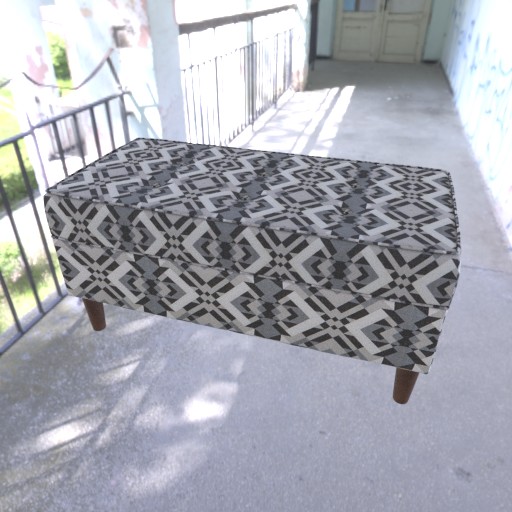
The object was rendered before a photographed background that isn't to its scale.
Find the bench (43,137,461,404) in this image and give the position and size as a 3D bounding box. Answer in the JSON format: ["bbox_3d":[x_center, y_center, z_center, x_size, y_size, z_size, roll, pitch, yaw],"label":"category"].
[{"bbox_3d":[0.000,0.000,1.299,1.016,0.477,0.492,10,34,15],"label":"bench"}]
